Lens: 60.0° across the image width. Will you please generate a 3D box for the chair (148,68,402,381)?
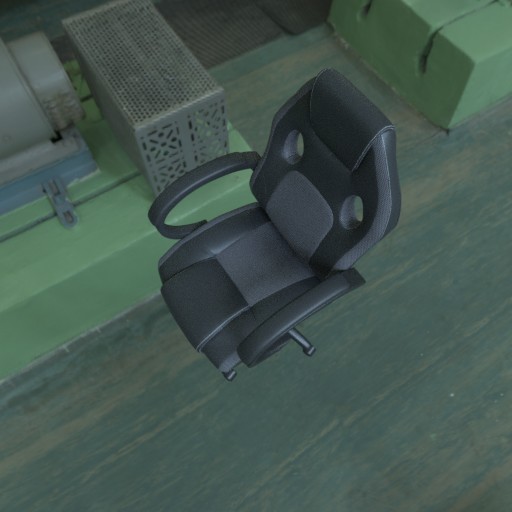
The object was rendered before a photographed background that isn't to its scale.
[{"bbox_3d":[0.000,0.000,1.619,0.724,1.187,0.673,-31,68,-14],"label":"chair"}]
